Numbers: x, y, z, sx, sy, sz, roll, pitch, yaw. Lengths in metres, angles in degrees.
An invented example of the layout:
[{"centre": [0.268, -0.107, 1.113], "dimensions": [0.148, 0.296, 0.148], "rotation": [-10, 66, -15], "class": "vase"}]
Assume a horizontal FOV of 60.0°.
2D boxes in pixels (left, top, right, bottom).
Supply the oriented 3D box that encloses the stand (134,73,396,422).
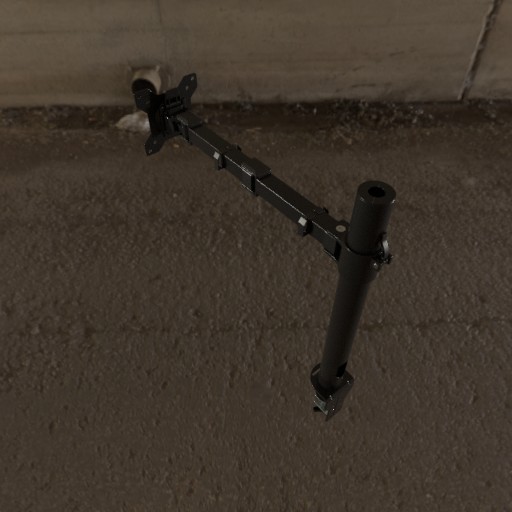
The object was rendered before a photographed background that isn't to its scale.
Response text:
[{"centre": [0.000, 0.000, 0.738], "dimensions": [0.115, 0.510, 0.456], "rotation": [-30, 54, -26], "class": "stand"}]
